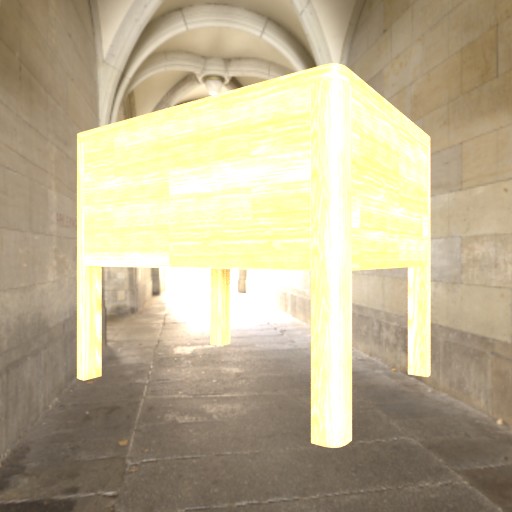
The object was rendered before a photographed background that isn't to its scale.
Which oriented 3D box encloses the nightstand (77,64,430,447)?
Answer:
[{"bbox_3d":[0.000,0.000,0.876,0.560,0.470,0.440,0,0,36],"label":"nightstand"}]
